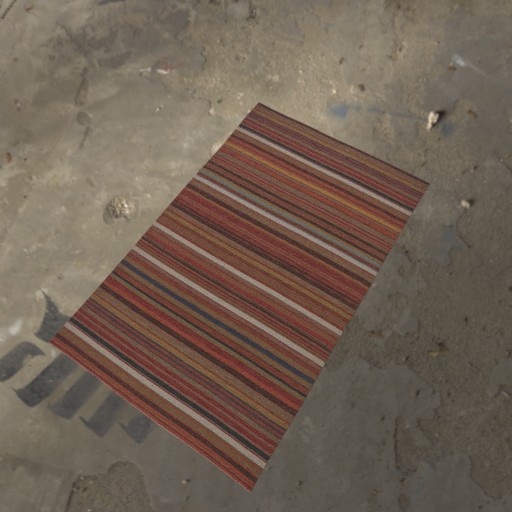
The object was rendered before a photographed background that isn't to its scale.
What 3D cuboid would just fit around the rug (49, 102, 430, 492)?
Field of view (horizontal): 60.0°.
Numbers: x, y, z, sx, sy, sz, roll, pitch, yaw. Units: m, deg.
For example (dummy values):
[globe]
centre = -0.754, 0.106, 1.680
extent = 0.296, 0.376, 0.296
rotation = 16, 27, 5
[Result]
[rug]
centre = 0.000, 0.000, 3.048
extent = 1.523, 0.008, 2.438
rotation = 30, 67, 14
